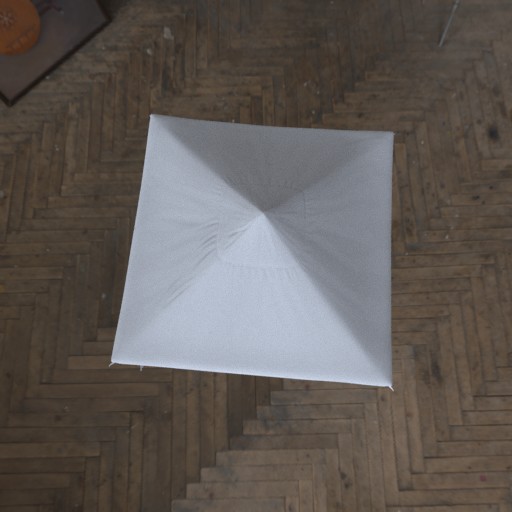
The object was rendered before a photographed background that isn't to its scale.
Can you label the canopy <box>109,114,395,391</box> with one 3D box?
[{"bbox_3d":[0.000,0.000,5.554,3.121,2.997,3.043,5,75,1],"label":"canopy"}]
